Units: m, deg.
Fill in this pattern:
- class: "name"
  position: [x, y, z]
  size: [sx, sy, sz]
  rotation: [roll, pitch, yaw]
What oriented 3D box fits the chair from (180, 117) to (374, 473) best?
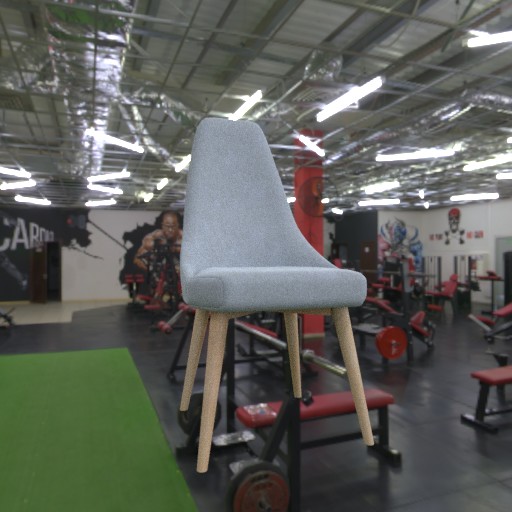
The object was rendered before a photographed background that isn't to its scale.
- class: "chair"
  position: [0.000, 0.000, 1.409]
  size: [0.510, 1.040, 0.660]
  rotation: [0, 1, -19]
